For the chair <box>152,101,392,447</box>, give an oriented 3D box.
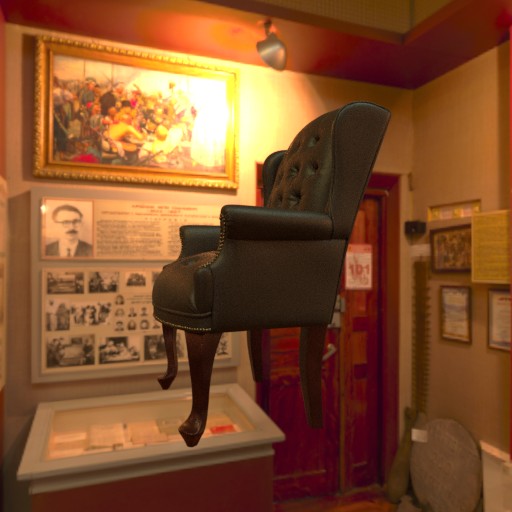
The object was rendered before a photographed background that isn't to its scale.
[{"bbox_3d":[0.000,0.000,1.678,0.762,1.111,0.838,0,-1,-19],"label":"chair"}]
